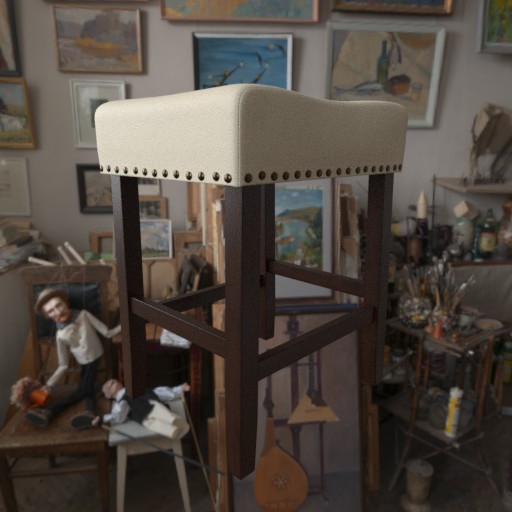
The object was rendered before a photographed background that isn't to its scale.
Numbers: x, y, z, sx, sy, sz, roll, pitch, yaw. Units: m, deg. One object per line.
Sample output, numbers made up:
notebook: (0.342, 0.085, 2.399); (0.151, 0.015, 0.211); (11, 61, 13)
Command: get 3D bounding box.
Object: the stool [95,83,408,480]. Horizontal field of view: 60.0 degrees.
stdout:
stool: (0.000, 0.000, 0.920); (0.401, 0.609, 0.471); (14, 19, 43)
